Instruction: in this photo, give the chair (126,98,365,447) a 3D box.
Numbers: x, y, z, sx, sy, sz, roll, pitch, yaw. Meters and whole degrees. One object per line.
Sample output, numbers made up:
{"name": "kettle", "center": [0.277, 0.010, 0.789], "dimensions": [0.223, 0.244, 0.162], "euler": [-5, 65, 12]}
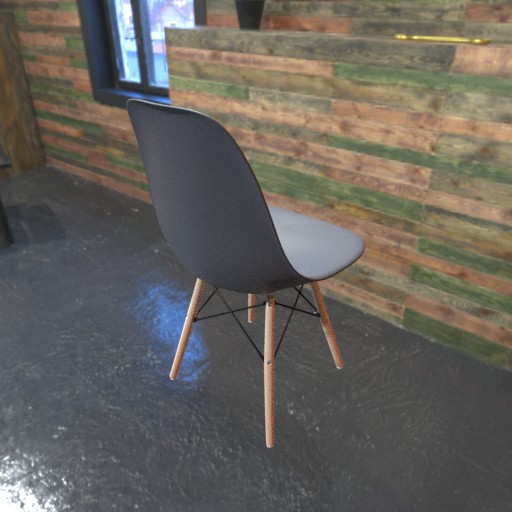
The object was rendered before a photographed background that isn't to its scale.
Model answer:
{"name": "chair", "center": [0.000, 0.000, 1.130], "dimensions": [0.470, 0.826, 0.533], "euler": [22, 37, 33]}
